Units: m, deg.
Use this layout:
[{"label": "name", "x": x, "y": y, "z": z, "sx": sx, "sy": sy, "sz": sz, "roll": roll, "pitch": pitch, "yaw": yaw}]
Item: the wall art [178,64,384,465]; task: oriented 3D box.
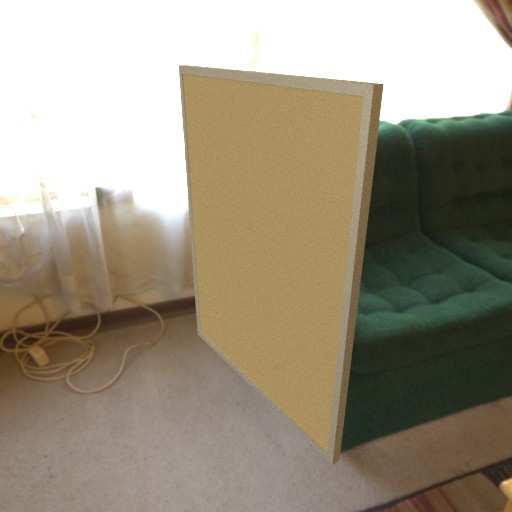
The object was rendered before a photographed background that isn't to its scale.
[{"label": "wall art", "x": 0.000, "y": 0.000, "z": 1.356, "sx": 0.034, "sy": 1.042, "sz": 0.789, "roll": -18, "pitch": 32, "yaw": -32}]
